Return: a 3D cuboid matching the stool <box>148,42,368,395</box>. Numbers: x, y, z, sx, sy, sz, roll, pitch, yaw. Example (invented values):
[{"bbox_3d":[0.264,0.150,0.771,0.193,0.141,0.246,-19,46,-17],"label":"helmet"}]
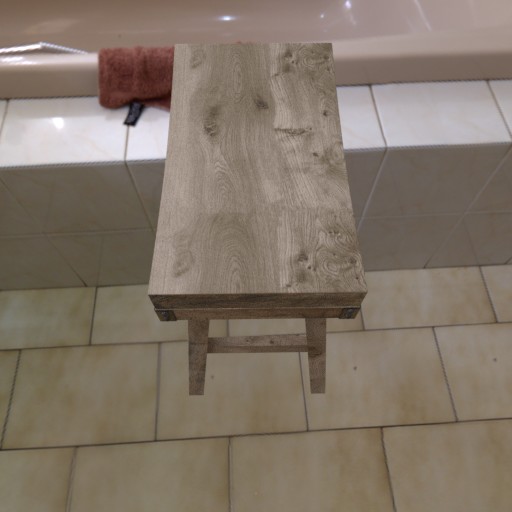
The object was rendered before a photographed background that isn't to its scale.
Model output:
[{"bbox_3d":[0.000,0.000,0.892,0.330,0.635,0.450,-1,62,0],"label":"stool"}]
